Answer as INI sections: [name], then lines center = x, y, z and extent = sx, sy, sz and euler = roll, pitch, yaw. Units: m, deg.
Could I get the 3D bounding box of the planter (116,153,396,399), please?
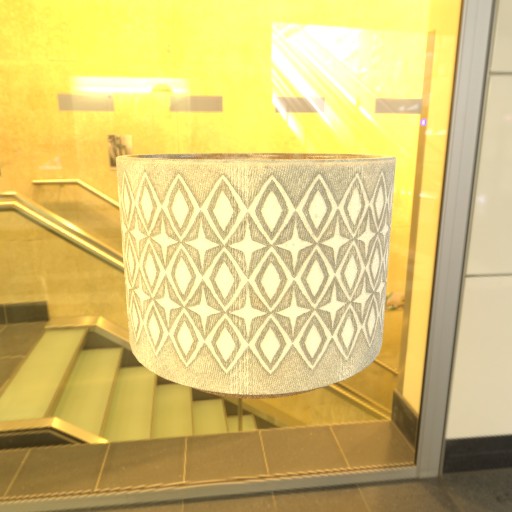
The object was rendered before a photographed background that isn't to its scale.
[planter]
center = 0.000, 0.000, 0.325
extent = 0.186, 0.144, 0.186
euler = 0, 14, 0
